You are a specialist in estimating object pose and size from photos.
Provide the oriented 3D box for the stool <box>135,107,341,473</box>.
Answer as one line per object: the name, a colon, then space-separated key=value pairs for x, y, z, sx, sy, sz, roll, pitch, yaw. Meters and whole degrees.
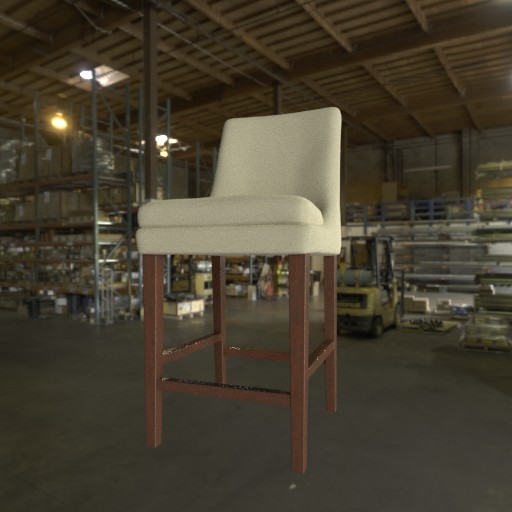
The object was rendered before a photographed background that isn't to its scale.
stool: x=0.000 y=0.000 z=1.309 sx=0.470 sy=0.981 sz=0.577 roll=0 pitch=0 yaw=20
